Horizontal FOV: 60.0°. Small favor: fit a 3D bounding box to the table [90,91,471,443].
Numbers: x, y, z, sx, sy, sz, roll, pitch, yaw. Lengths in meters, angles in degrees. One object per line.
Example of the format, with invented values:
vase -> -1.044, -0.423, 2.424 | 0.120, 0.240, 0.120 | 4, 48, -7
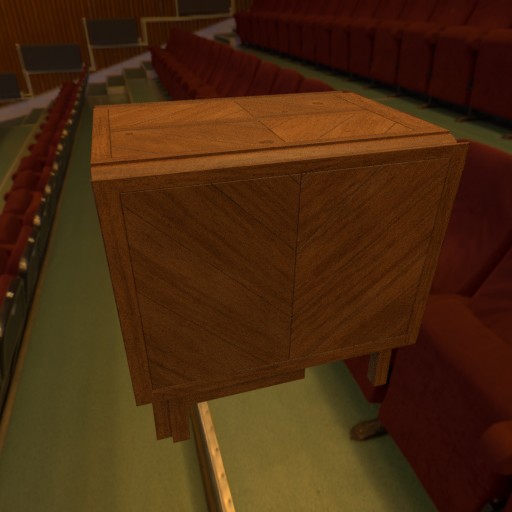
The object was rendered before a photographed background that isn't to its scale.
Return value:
table -> 0.000, 0.000, 1.254 | 0.746, 0.763, 0.591 | -9, 32, -14
